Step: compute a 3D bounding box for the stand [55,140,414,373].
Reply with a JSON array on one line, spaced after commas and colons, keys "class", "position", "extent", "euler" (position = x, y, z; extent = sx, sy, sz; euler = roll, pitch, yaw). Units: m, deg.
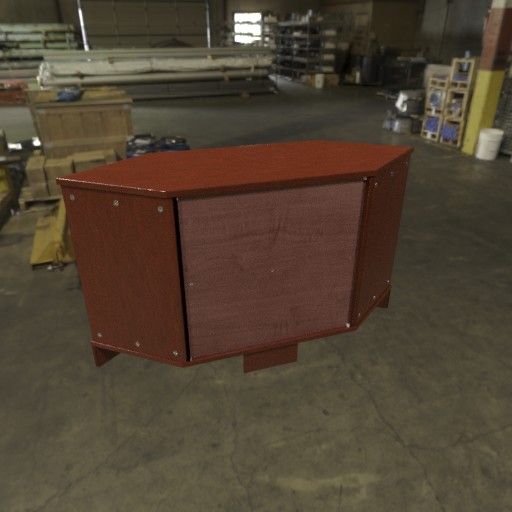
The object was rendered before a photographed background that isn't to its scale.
[{"class": "stand", "position": [0.000, 0.000, 1.412], "extent": [1.072, 0.614, 0.381], "euler": [-9, 28, -16]}]
